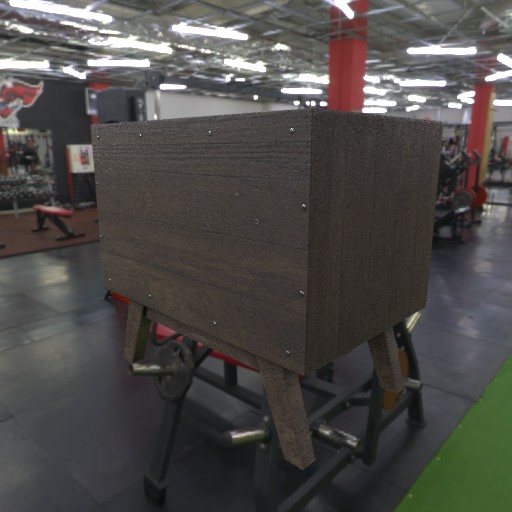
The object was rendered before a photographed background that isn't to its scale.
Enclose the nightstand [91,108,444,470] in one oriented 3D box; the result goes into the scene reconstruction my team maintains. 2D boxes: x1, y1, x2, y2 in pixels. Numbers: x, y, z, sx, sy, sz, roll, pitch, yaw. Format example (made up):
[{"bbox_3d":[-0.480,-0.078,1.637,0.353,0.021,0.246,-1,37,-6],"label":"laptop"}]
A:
[{"bbox_3d":[0.000,0.000,1.044,0.650,0.599,0.450,13,19,43],"label":"nightstand"}]
